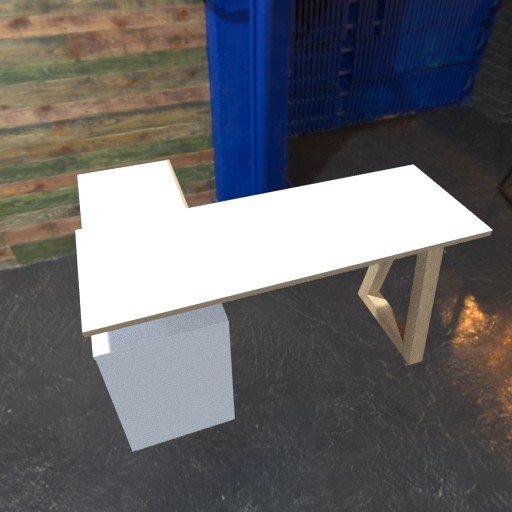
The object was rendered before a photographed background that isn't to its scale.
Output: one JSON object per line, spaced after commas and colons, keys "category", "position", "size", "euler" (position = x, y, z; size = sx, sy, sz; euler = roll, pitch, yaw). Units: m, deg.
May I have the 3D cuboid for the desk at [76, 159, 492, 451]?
{"category": "desk", "position": [0.000, 0.000, 2.044], "size": [1.404, 0.755, 1.098], "euler": [-13, 43, -14]}
